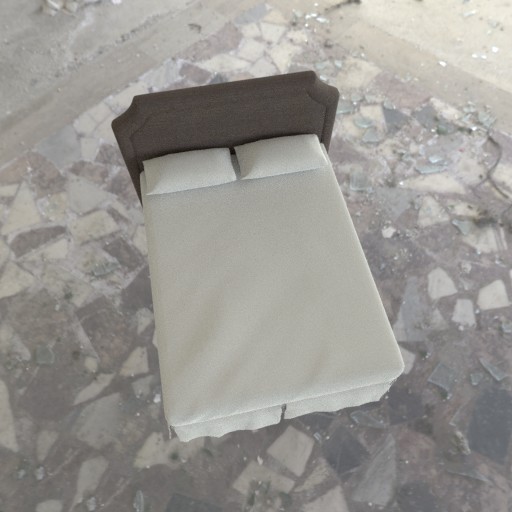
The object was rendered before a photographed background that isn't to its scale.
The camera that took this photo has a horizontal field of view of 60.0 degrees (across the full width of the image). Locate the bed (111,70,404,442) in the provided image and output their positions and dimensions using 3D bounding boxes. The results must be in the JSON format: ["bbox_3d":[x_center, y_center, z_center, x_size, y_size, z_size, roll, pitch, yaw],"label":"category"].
[{"bbox_3d":[0.000,0.000,3.143,1.693,1.290,2.116,-10,62,-6],"label":"bed"}]
